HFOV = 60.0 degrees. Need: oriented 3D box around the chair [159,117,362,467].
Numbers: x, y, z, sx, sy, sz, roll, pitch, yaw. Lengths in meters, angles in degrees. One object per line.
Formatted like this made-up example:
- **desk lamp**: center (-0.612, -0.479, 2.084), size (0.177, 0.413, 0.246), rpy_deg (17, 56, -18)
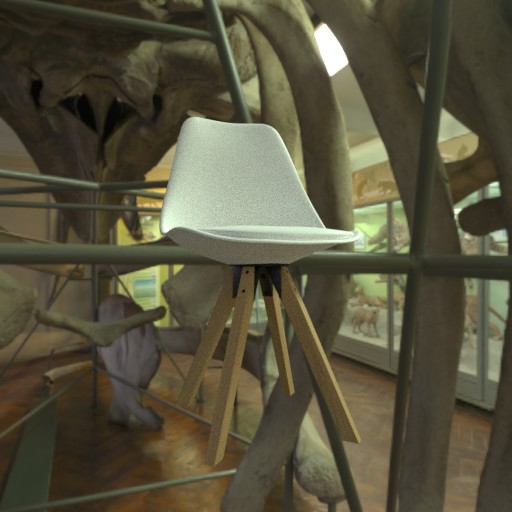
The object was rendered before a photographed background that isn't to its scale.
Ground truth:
- **chair**: center (0.000, 0.000, 1.158), size (0.485, 0.849, 0.550), rpy_deg (0, 0, -19)
